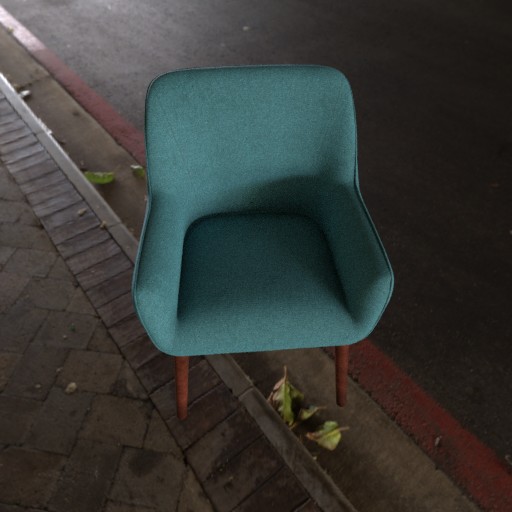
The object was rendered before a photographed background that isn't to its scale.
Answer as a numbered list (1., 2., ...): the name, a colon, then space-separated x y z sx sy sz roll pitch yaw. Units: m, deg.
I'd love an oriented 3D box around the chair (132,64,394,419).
1. chair: 0.000 0.000 1.170 0.543 0.803 0.519 -3 46 -3
